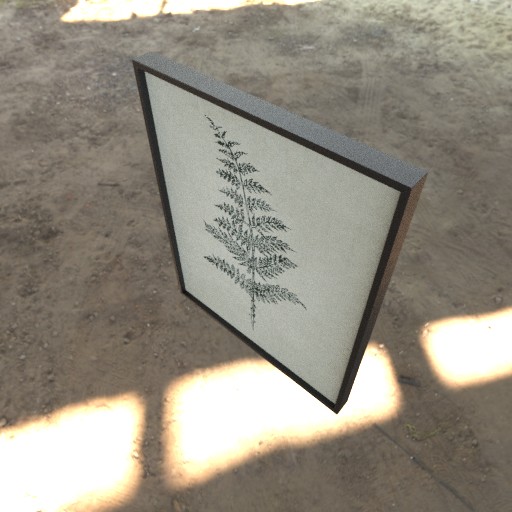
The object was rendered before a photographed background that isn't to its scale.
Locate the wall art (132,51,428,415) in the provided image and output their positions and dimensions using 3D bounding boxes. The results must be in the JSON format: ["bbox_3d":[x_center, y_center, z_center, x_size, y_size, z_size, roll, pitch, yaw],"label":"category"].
[{"bbox_3d":[0.000,0.000,0.760,0.449,0.555,0.039,33,56,26],"label":"wall art"}]
